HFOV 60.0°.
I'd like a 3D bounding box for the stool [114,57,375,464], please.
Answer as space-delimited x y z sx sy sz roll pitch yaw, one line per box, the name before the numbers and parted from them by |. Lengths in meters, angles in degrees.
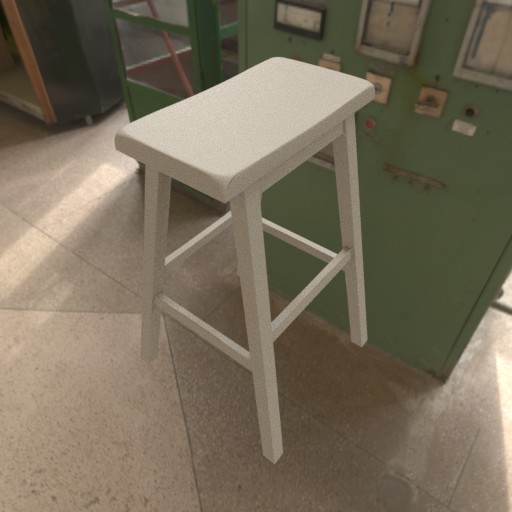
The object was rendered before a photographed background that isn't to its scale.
stool | 0.000 0.000 1.034 0.476 0.737 0.457 28 50 27
